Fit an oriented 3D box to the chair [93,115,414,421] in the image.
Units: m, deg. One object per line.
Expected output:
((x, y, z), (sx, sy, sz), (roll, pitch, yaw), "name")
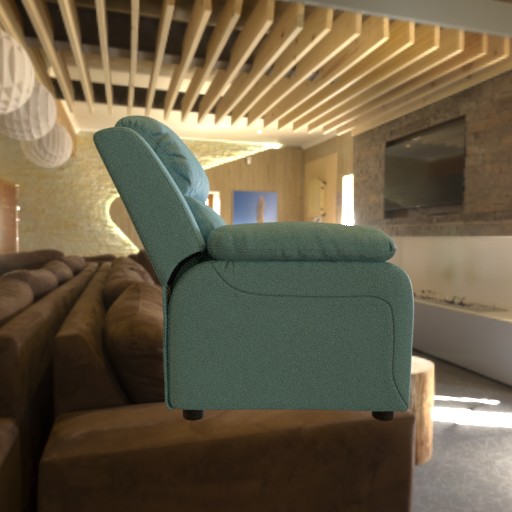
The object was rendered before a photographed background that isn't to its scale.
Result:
((0.000, 0.000, 1.229), (0.709, 0.702, 0.680), (0, 2, -1), "chair")
